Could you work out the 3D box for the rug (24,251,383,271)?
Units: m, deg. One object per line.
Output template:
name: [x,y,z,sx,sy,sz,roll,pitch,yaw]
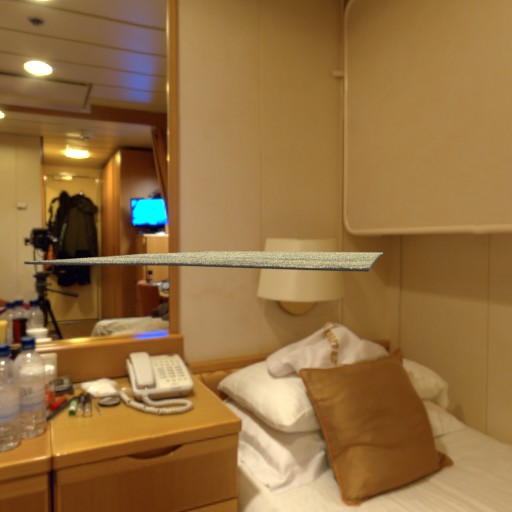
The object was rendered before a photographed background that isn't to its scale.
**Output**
rug: [0.000,0.000,3.018,1.624,0.030,2.349,1,2,17]
